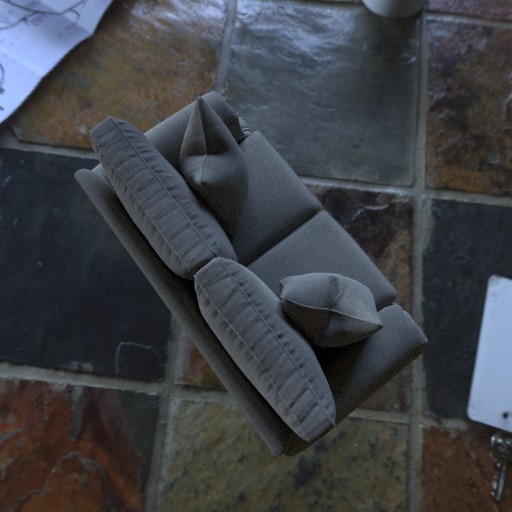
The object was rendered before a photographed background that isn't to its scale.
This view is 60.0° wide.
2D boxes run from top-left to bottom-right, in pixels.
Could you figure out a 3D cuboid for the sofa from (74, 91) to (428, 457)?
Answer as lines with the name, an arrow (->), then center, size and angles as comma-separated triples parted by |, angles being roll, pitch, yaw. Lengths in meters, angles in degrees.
sofa -> 0.000, 0.000, 2.245 | 0.966, 0.966, 1.701 | -37, 78, -9
